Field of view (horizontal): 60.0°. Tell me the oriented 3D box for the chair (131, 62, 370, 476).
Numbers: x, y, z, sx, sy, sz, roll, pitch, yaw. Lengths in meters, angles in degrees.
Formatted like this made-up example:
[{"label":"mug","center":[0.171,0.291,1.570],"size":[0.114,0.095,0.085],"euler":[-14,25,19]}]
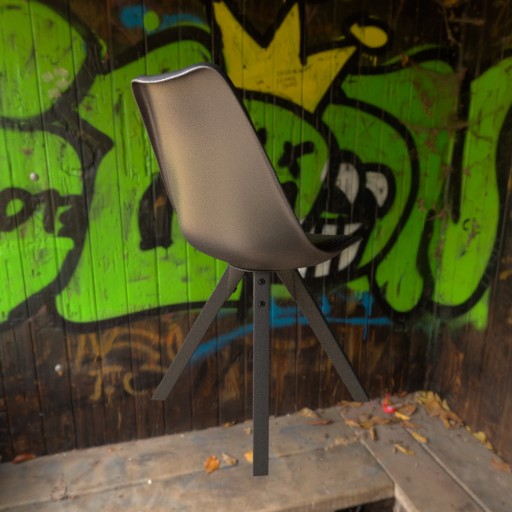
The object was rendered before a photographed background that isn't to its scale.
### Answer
[{"label":"chair","center":[0.000,0.000,1.148],"size":[0.530,0.850,0.485],"euler":[-13,19,-42]}]
